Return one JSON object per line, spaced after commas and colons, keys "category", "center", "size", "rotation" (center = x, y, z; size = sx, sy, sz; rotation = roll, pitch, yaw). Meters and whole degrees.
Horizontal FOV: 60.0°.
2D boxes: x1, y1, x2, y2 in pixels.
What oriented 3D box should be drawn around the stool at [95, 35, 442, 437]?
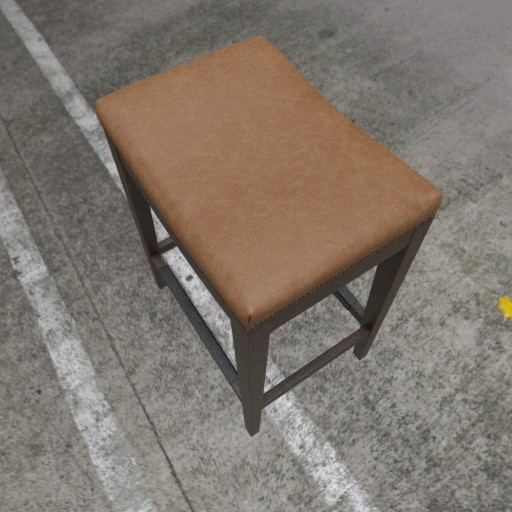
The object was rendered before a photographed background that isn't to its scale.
{"category": "stool", "center": [0.000, 0.000, 0.941], "size": [0.361, 0.660, 0.500], "rotation": [-30, 63, -17]}
